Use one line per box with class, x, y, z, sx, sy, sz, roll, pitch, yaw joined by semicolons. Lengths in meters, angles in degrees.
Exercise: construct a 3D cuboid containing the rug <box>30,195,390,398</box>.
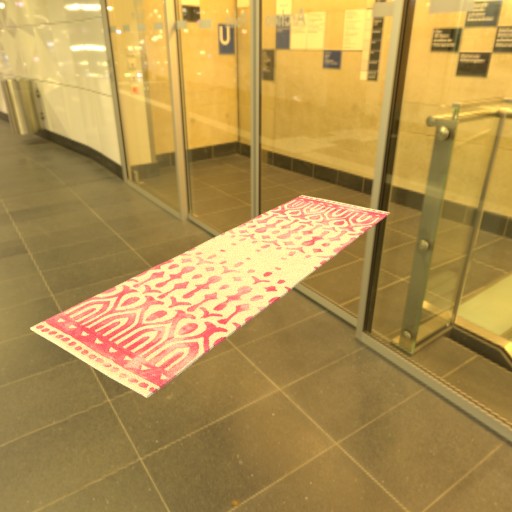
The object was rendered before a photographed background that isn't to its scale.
rug;0.000;0.000;2.718;0.787;0.011;2.458;17;30;32
